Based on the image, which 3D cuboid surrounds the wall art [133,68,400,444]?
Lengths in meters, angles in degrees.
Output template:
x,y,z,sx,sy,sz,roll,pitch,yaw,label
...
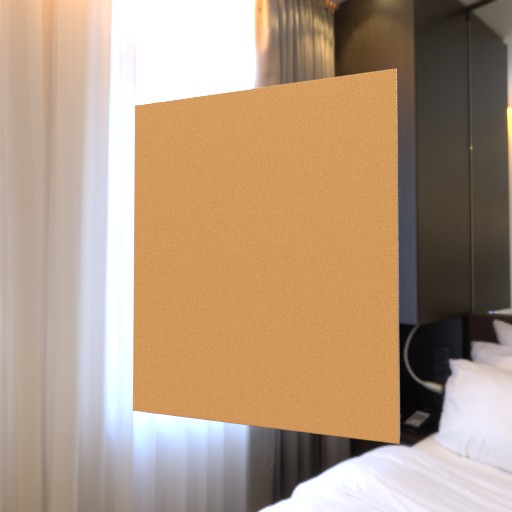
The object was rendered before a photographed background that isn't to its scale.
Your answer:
x,y,z,sx,sy,sz,roll,pitch,yaw,label
0.000,0.000,0.739,0.452,0.549,0.038,0,-1,19,wall art
